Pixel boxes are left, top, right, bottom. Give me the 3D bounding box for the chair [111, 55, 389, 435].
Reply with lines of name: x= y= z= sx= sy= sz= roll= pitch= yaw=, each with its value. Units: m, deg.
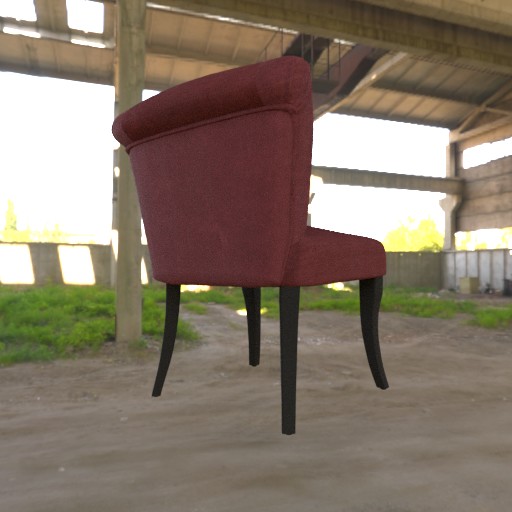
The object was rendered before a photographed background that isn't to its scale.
chair: x=0.000 y=0.000 z=1.178 sx=0.582 sy=0.750 sz=0.605 roll=-1 pitch=-2 yaw=38
